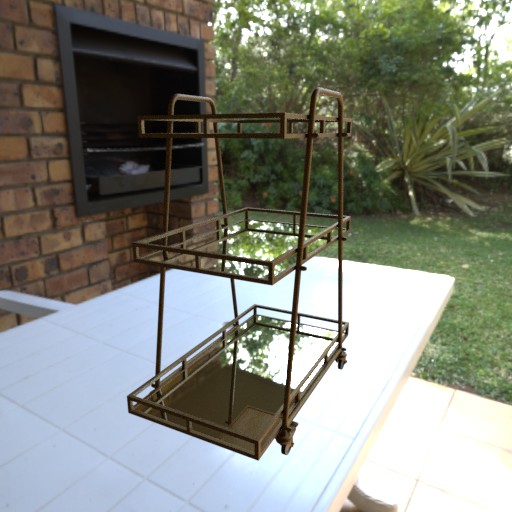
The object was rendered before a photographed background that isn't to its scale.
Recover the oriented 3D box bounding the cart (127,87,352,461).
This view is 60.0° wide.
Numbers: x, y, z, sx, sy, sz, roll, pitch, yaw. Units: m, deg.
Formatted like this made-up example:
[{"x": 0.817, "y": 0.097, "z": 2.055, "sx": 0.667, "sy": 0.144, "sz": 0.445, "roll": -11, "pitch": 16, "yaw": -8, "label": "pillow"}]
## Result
[{"x": 0.000, "y": 0.000, "z": 1.276, "sx": 0.441, "sy": 0.883, "sz": 0.711, "roll": 8, "pitch": 18, "yaw": 26, "label": "cart"}]
